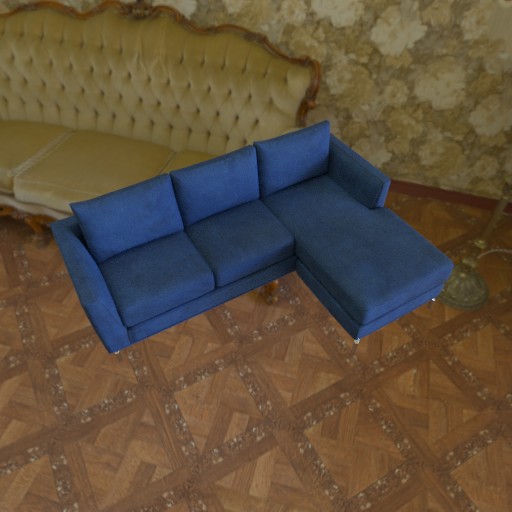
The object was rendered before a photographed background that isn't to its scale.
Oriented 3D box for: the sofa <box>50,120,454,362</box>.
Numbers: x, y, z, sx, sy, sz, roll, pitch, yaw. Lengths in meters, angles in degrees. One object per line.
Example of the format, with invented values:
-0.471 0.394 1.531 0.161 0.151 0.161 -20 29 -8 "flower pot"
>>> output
0.000 0.000 3.251 2.438 0.987 1.622 -23 51 -20 "sofa"
